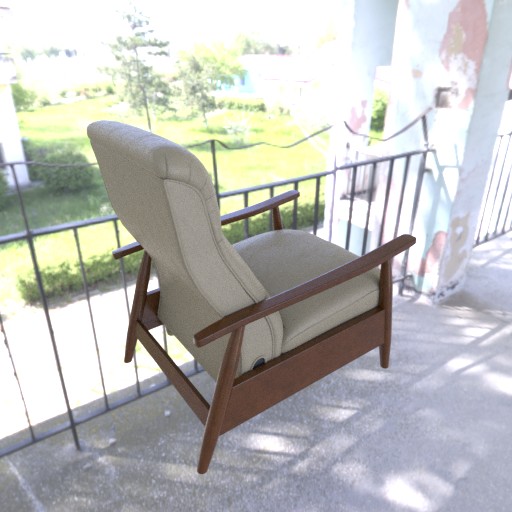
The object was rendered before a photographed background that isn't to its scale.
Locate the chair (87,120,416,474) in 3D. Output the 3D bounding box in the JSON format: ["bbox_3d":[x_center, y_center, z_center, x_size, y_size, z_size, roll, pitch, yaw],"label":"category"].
[{"bbox_3d":[0.000,0.000,1.780,1.014,1.082,0.762,-17,31,-31],"label":"chair"}]
